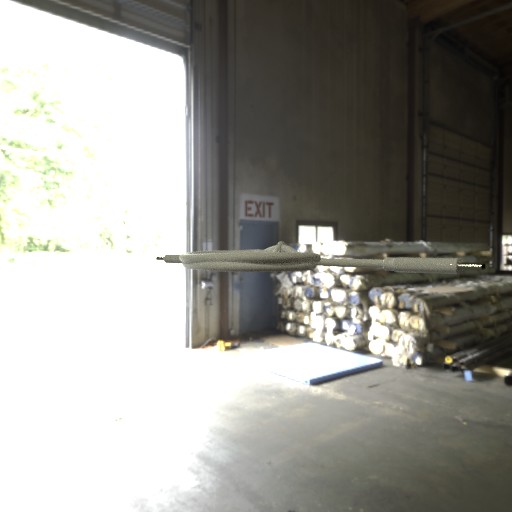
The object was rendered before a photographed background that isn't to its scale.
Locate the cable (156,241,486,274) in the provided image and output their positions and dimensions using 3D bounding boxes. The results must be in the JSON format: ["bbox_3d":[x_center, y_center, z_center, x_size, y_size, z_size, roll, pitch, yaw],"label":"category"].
[{"bbox_3d":[0.000,0.000,0.209,0.186,0.014,0.070,1,2,35],"label":"cable"}]
